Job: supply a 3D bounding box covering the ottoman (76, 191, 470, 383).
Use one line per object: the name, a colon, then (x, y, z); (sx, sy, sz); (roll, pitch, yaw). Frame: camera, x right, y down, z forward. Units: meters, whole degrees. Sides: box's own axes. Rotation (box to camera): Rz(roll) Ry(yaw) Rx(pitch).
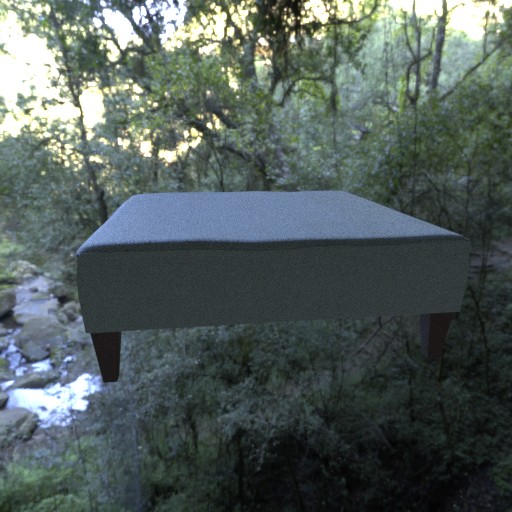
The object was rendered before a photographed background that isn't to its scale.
ottoman: (0.000, 0.000, 1.568); (0.968, 0.379, 1.004); (-2, 15, -8)
